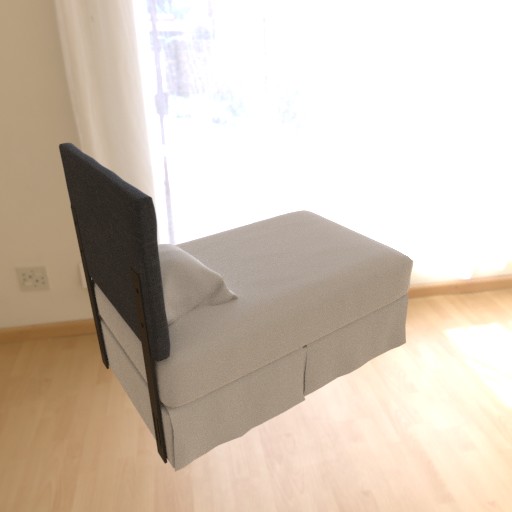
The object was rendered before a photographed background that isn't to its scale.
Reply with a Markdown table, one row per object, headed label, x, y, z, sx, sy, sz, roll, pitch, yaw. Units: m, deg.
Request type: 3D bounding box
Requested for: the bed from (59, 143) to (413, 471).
| label | x | y | z | sx | sy | sz | roll | pitch | yaw |
| --- | --- | --- | --- | --- | --- | --- | --- | --- | --- |
| bed | 0.000 | 0.000 | 2.982 | 1.997 | 1.571 | 1.261 | -18 | 33 | -31 |
